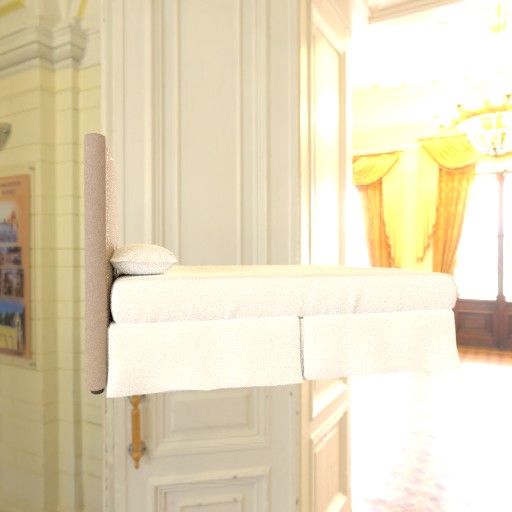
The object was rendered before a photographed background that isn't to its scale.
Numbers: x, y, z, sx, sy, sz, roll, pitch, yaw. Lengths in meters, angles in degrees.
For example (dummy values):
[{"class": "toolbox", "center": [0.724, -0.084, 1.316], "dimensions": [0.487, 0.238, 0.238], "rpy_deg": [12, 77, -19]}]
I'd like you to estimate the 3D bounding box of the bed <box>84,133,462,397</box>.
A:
[{"class": "bed", "center": [0.000, 0.000, 3.355], "dimensions": [2.282, 1.436, 1.821], "rpy_deg": [0, 1, -16]}]
